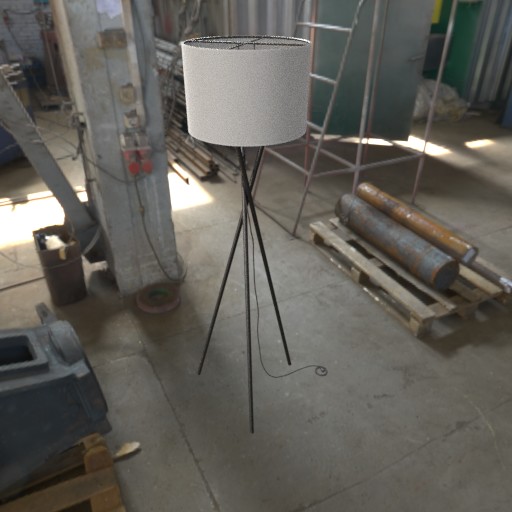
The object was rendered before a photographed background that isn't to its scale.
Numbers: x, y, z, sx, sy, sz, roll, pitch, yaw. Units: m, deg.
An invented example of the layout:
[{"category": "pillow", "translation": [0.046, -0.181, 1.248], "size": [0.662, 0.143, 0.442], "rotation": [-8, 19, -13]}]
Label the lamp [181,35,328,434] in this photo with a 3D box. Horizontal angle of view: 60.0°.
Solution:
[{"category": "lamp", "translation": [0.000, 0.000, 1.865], "size": [0.667, 1.624, 0.522], "rotation": [9, 33, 15]}]
